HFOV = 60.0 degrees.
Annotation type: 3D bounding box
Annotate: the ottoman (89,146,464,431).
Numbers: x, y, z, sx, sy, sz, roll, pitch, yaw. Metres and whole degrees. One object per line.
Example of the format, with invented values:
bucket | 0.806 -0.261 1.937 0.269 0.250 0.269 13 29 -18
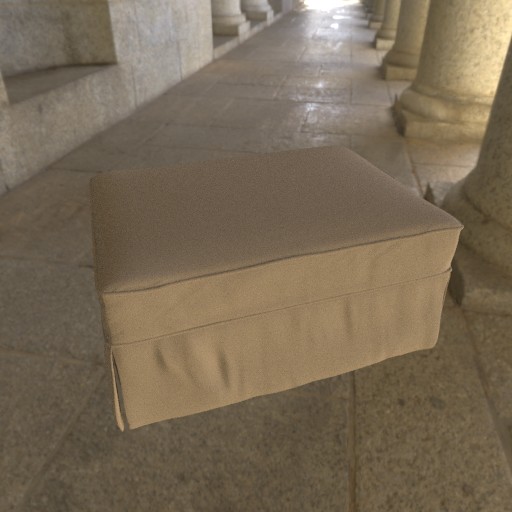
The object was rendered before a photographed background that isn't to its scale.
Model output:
ottoman | 0.000 0.000 1.356 0.959 0.482 0.721 -10 34 -16
